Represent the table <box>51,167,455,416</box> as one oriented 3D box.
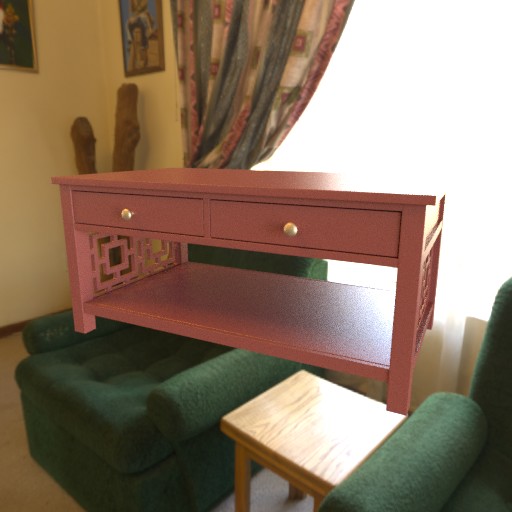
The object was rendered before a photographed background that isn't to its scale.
[{"bbox_3d":[0.000,0.000,1.395,1.068,0.493,0.612,7,16,26],"label":"table"}]
